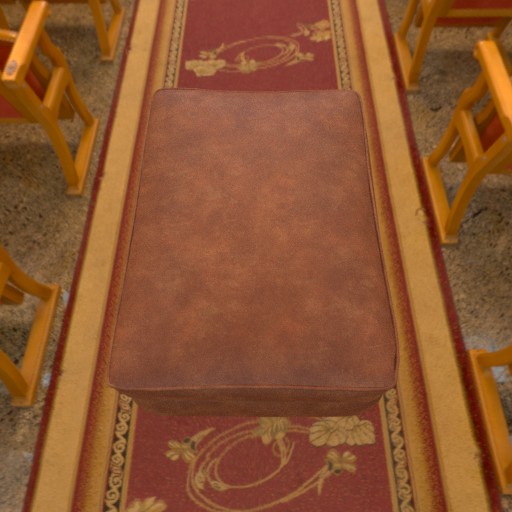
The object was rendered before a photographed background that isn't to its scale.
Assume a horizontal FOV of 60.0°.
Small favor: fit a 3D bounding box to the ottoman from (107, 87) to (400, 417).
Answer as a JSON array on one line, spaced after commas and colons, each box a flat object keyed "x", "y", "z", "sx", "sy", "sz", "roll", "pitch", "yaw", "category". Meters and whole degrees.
[{"x": 0.000, "y": 0.000, "z": 0.981, "sx": 0.501, "sy": 0.418, "sz": 0.665, "roll": 0, "pitch": 62, "yaw": 0, "category": "ottoman"}]
